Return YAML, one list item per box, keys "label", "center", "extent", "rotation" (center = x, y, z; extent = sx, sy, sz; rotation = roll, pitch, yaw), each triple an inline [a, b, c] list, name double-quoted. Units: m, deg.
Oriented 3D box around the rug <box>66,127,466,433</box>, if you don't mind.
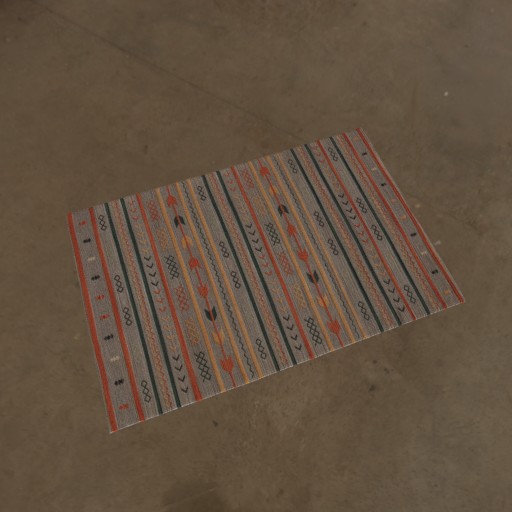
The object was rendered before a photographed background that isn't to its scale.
- label: "rug"
  center: [0.000, 0.000, 2.367]
  extent: [1.835, 0.017, 1.220]
  rotation: [-18, 65, -9]
